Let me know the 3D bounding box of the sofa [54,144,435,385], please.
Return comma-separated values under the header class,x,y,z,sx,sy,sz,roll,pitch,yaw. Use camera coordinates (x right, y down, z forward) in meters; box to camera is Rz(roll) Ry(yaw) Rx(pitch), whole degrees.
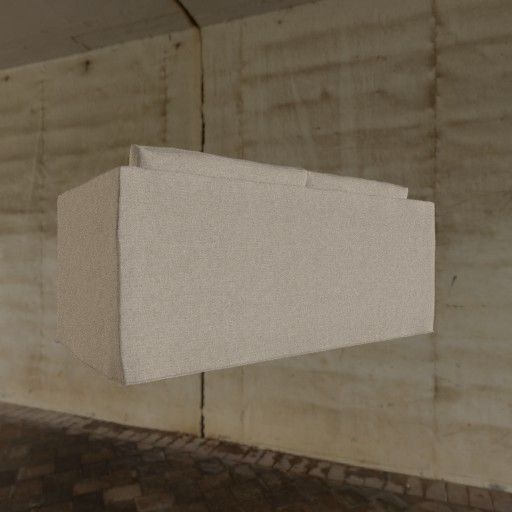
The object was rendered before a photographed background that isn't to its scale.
class,x,y,z,sx,sy,sz,roll,pitch,yaw
sofa,0.000,0.000,2.281,1.766,0.828,0.956,0,0,-36
